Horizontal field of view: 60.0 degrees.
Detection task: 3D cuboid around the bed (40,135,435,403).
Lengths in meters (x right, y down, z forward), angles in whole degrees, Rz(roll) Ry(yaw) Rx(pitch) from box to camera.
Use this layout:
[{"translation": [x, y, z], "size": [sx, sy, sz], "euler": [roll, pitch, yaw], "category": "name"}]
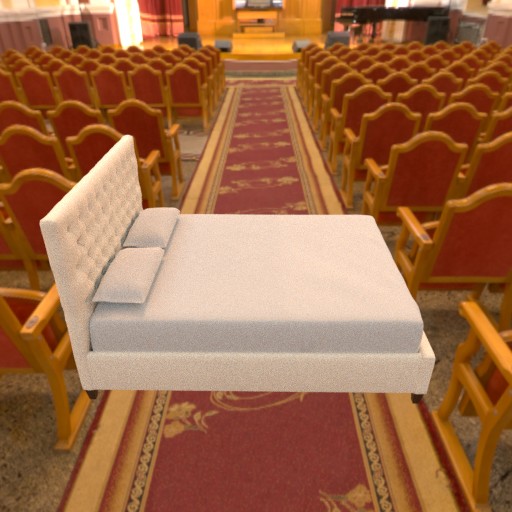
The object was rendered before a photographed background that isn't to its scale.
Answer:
[{"translation": [0.000, 0.000, 3.468], "size": [2.387, 1.427, 1.698], "euler": [1, 31, 1], "category": "bed"}]
